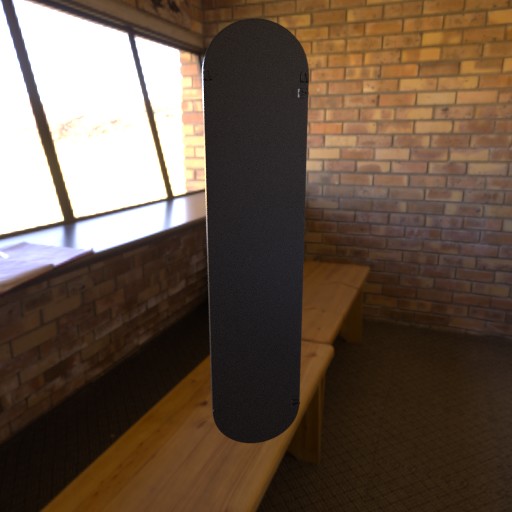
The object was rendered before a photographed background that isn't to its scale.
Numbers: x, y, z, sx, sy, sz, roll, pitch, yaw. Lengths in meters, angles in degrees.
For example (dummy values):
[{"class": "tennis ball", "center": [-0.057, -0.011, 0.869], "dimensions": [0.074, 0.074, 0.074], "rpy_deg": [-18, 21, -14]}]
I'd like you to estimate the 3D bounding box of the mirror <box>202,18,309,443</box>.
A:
[{"class": "mirror", "center": [0.000, 0.000, 1.025], "dimensions": [0.222, 0.991, 0.032], "rpy_deg": [-3, 15, -10]}]
